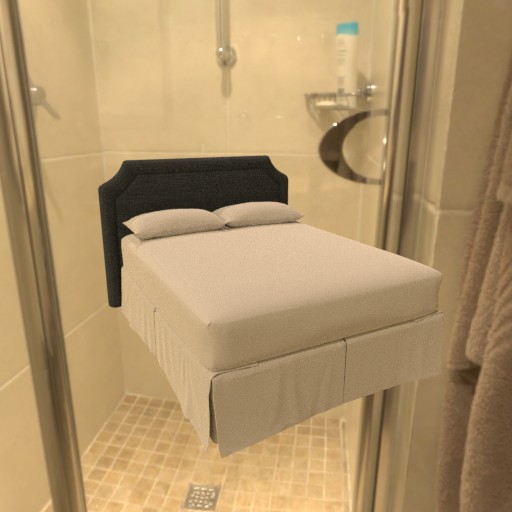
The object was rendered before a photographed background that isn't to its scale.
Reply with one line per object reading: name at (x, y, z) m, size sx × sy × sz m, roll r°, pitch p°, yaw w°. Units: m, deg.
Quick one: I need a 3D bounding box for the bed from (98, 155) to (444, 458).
bed at (0.000, 0.000, 3.273) m, size 1.828 × 1.297 × 2.208 m, roll -9°, pitch 18°, yaw -27°
